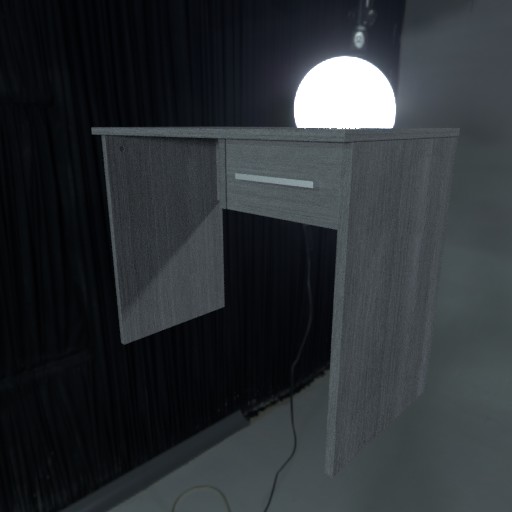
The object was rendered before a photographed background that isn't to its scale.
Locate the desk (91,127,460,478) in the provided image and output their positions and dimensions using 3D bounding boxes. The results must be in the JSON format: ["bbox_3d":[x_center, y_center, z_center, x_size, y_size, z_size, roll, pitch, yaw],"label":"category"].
[{"bbox_3d":[0.000,0.000,1.303,0.893,0.724,0.498,15,22,42],"label":"desk"}]
